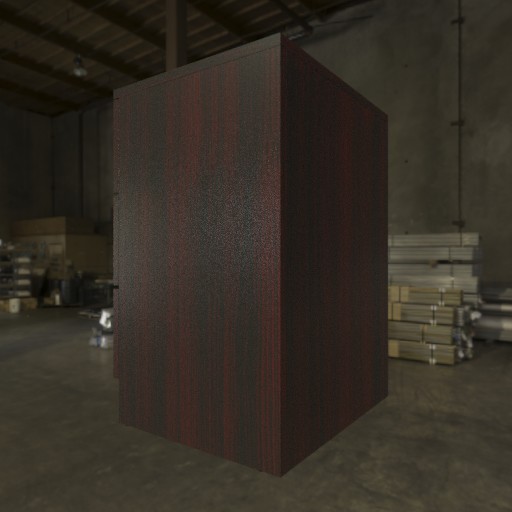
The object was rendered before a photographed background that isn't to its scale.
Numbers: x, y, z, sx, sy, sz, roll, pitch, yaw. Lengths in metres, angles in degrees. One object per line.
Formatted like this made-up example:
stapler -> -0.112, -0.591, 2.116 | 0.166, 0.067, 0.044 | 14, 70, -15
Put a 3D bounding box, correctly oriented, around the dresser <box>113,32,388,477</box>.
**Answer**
dresser -> 0.000, 0.000, 0.822 | 0.360, 0.560, 0.400 | 0, 0, 35
